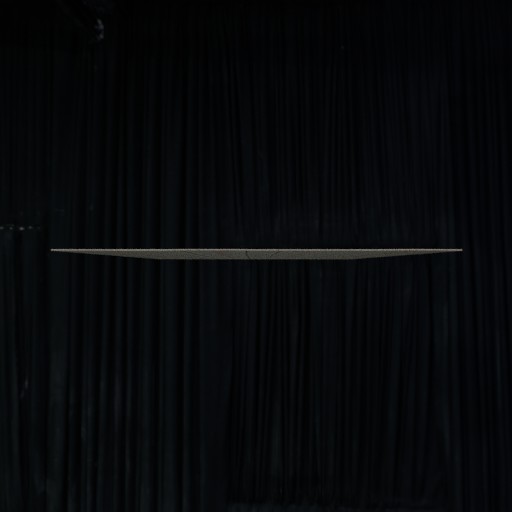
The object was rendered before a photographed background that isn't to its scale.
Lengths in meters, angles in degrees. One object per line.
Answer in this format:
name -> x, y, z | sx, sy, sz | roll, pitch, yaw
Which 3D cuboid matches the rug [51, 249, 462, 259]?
rug -> 0.000, 0.000, 4.149 | 2.444, 0.012, 3.048 | 0, -1, 0
